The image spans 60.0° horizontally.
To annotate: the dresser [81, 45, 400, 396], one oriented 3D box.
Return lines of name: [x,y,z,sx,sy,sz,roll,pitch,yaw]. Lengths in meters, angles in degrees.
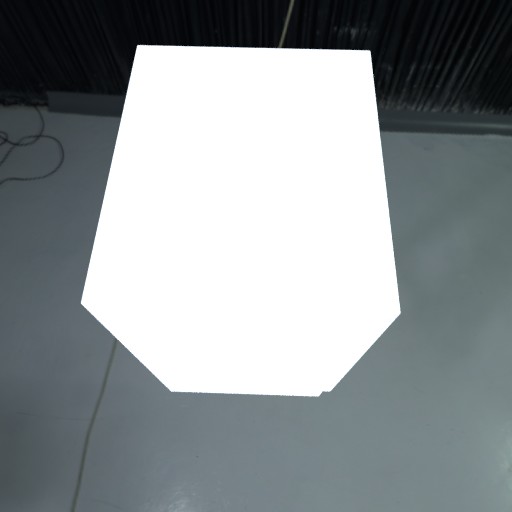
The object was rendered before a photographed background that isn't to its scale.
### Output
dresser: [0.000,0.000,0.808,0.360,0.560,0.400,2,64,1]
